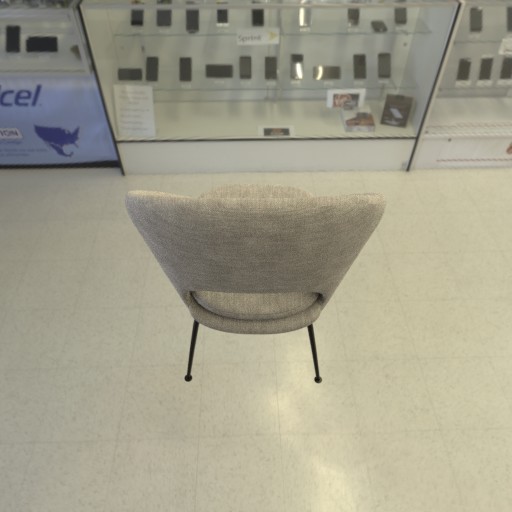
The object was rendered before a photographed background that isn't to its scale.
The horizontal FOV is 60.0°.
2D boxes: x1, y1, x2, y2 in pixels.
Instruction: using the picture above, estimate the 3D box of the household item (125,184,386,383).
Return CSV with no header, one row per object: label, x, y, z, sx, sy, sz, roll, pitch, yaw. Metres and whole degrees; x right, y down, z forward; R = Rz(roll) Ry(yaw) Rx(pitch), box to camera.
household item,0.000,0.000,1.301,0.643,0.869,0.587,1,47,1
